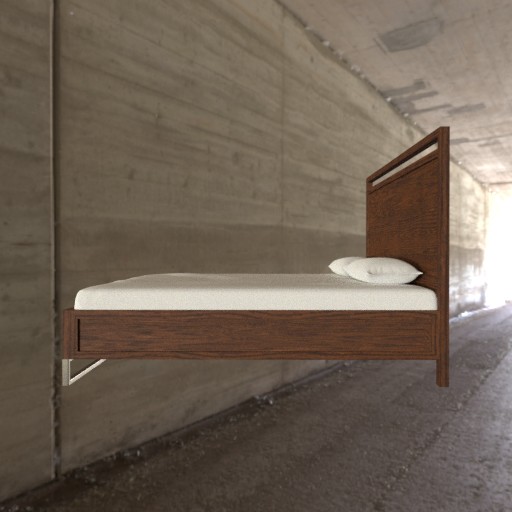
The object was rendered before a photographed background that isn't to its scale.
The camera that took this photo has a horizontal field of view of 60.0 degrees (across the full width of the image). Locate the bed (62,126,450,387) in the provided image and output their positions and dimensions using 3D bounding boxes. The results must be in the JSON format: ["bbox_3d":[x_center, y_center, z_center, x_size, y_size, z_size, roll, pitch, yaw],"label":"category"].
[{"bbox_3d":[0.000,0.000,3.414,2.218,1.487,1.765,0,0,0],"label":"bed"}]
